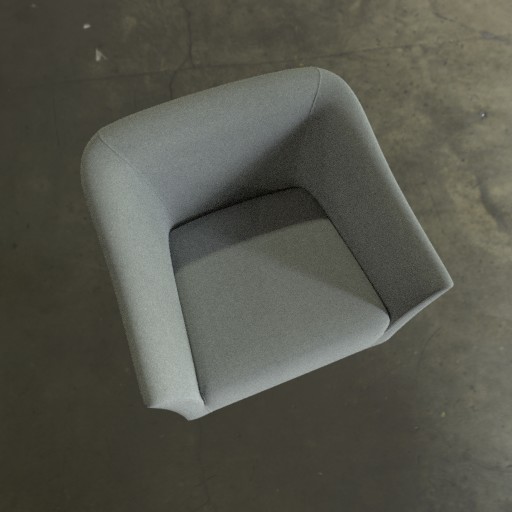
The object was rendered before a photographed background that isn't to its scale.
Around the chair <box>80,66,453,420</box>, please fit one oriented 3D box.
[{"bbox_3d":[0.000,0.000,1.349,0.790,0.720,0.700,-20,67,-9],"label":"chair"}]
